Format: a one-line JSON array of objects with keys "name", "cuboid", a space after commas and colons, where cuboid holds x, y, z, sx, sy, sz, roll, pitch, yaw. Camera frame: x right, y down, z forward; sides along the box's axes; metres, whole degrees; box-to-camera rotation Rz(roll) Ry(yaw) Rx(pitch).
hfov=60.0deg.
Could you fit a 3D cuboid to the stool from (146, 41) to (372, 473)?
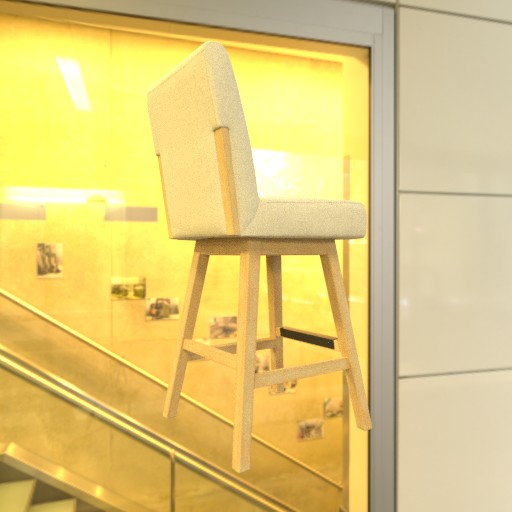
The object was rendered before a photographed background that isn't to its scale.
[{"name": "stool", "cuboid": [0.000, 0.000, 1.322, 0.543, 1.015, 0.446, 0, 1, -35]}]
